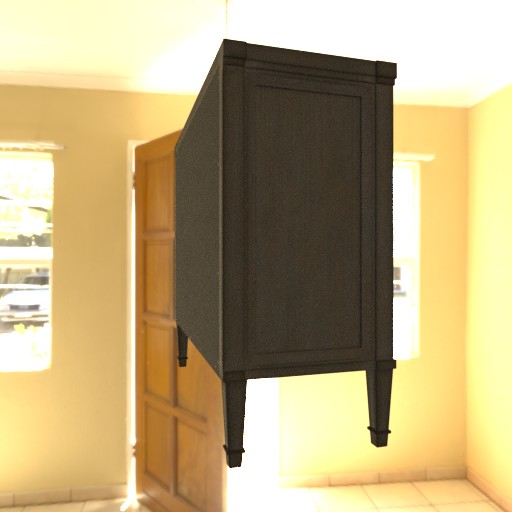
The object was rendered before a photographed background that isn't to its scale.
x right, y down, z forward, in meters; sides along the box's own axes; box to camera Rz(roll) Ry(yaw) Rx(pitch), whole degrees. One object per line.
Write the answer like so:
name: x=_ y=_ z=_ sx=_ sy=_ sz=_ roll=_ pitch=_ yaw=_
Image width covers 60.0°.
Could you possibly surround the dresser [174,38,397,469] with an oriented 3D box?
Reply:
dresser: x=0.000 y=0.000 z=1.572 sx=0.463 sy=0.986 sz=1.049 roll=0 pitch=0 yaw=-16
